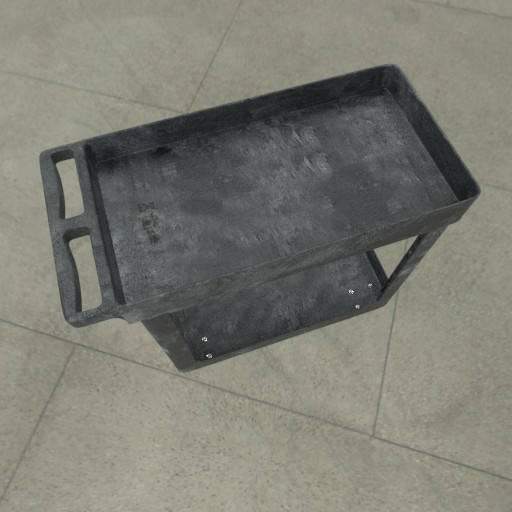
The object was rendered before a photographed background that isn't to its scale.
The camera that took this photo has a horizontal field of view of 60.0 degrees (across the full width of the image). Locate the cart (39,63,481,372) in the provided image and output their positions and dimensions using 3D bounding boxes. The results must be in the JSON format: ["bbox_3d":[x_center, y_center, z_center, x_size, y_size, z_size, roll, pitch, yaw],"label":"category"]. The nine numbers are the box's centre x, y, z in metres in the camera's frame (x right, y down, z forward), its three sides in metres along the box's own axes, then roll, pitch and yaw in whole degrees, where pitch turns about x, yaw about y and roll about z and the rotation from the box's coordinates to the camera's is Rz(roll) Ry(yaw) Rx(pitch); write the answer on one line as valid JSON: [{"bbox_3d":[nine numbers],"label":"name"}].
[{"bbox_3d":[0.000,0.000,1.320,0.877,0.824,0.420,-17,65,-8],"label":"cart"}]
